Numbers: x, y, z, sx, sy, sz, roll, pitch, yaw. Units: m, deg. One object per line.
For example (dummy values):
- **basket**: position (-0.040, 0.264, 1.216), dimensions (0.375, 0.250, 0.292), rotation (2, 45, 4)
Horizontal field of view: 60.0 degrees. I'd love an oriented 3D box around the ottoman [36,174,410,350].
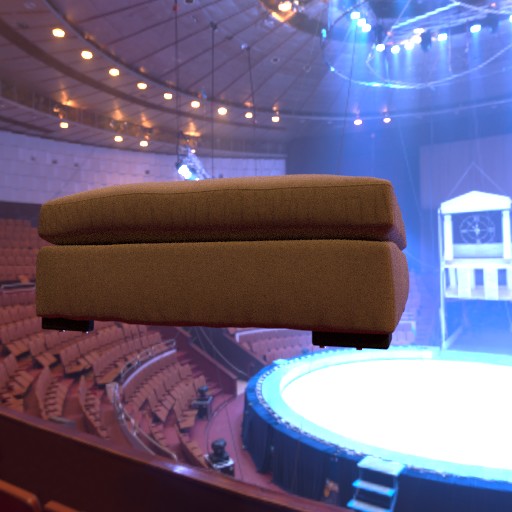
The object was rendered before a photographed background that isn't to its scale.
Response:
- **ottoman**: position (0.000, 0.000, 1.814), dimensions (1.171, 0.517, 1.203), rotation (-1, -2, 20)
